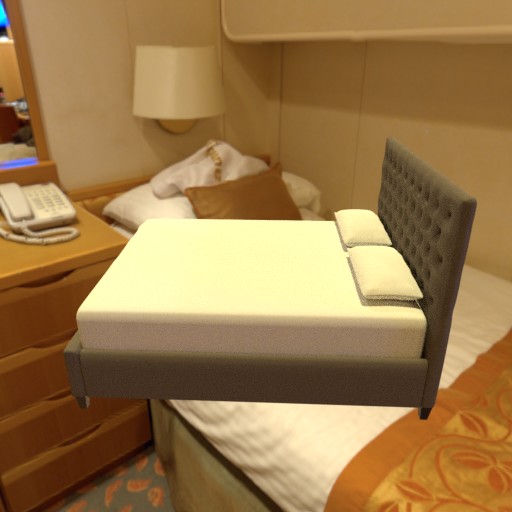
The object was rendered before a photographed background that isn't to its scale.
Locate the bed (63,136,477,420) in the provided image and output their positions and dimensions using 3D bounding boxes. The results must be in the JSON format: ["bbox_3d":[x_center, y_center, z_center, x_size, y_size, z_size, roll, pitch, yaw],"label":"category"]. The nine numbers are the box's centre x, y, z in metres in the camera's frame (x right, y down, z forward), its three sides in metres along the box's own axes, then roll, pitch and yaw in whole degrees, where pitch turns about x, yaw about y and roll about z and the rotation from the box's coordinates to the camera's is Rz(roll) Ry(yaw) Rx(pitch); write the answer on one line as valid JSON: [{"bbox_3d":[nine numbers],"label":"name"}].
[{"bbox_3d":[0.000,0.000,3.208,2.233,1.426,1.696,1,25,2],"label":"bed"}]
